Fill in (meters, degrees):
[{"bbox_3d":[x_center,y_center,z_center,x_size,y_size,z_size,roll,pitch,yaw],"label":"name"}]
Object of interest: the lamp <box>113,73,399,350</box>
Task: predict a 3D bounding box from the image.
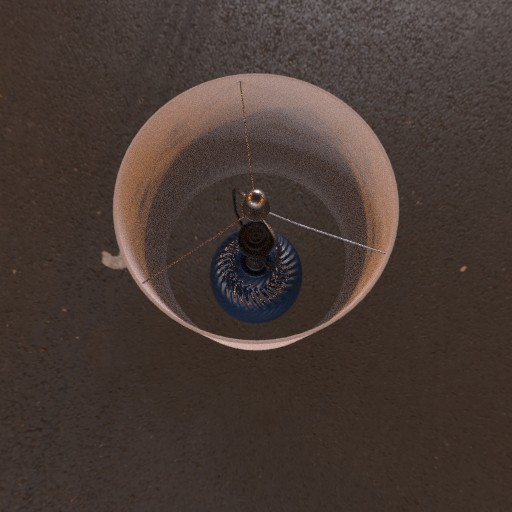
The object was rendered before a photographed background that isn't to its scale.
[{"bbox_3d":[0.000,0.000,0.489,0.203,0.368,0.203,-36,79,-8],"label":"lamp"}]
